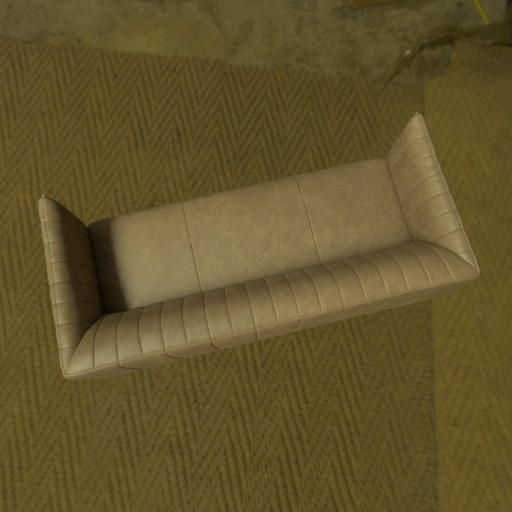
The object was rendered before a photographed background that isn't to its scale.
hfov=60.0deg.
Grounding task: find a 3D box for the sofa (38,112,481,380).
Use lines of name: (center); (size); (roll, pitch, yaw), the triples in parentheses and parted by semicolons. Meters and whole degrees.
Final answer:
sofa: (0.000, 0.000, 2.399); (1.980, 0.779, 0.876); (-13, 76, -3)
